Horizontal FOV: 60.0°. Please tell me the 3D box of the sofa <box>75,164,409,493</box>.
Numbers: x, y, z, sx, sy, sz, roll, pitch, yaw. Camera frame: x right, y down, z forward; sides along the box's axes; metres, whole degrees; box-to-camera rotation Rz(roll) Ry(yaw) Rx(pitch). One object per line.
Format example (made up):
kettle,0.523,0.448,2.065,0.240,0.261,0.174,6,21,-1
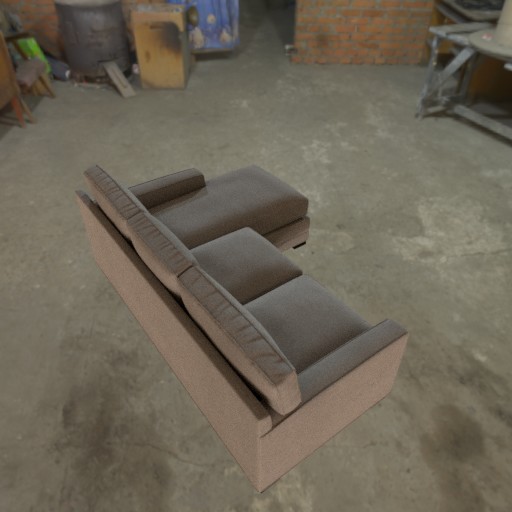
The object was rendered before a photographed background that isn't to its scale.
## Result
sofa,0.000,0.000,2.811,1.496,0.861,2.087,-25,46,-27
